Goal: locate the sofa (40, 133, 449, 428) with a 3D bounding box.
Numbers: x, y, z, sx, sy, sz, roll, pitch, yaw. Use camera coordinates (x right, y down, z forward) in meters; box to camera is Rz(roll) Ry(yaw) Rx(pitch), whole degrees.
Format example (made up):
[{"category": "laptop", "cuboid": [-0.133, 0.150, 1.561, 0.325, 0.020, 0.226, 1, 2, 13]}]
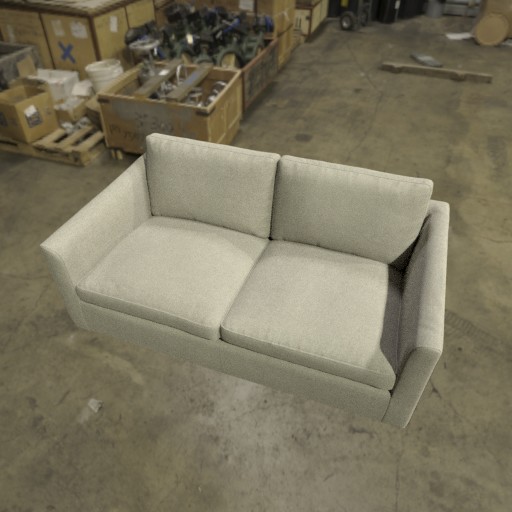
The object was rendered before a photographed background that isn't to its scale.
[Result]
[{"category": "sofa", "cuboid": [0.000, 0.000, 2.453, 1.905, 0.839, 1.091, 13, 42, 15]}]
